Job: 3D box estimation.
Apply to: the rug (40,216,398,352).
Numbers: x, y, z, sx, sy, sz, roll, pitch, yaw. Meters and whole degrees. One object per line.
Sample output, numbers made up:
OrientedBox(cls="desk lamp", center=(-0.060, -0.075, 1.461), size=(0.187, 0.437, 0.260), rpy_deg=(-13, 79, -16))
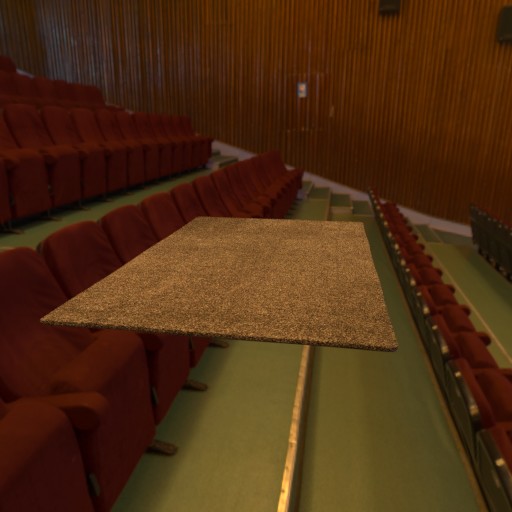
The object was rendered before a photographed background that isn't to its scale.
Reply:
OrientedBox(cls="rug", center=(0.000, 0.000, 2.909), size=(1.501, 0.025, 2.352), rpy_deg=(3, 16, 9))
